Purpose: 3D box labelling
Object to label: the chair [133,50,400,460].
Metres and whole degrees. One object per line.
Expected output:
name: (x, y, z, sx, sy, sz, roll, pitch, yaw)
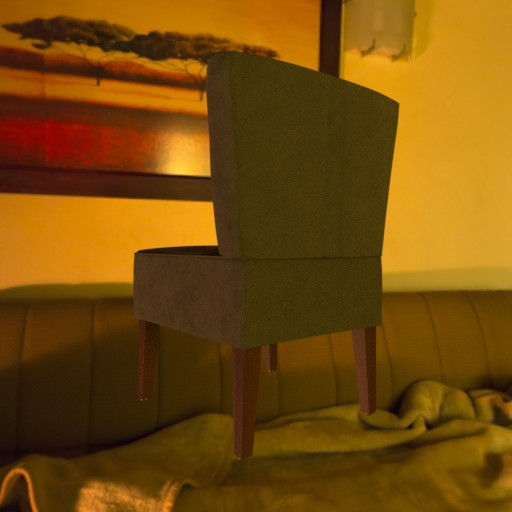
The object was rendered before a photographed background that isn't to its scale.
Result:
chair: (0.000, 0.000, 1.180, 0.521, 0.806, 0.554, -1, 2, -36)
